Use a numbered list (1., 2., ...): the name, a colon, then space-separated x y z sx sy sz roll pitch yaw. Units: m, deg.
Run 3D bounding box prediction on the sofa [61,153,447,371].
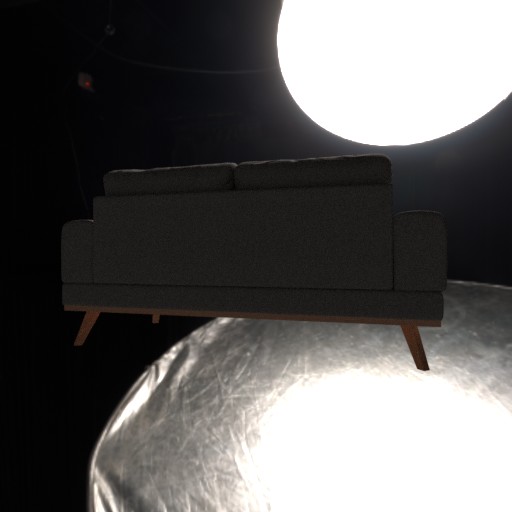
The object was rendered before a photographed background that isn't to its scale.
1. sofa: 0.000 0.000 2.149 1.650 0.810 0.785 0 0 17
